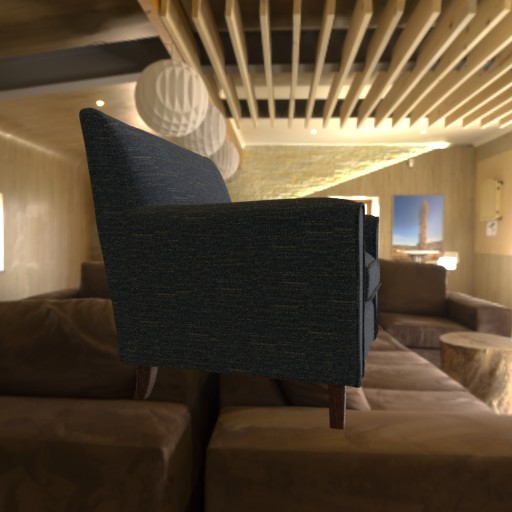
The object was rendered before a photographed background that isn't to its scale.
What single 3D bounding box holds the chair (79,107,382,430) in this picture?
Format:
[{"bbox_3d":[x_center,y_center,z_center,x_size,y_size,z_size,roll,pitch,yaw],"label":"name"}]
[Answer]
[{"bbox_3d":[0.000,0.000,1.638,0.873,0.928,0.864,1,2,19],"label":"chair"}]
